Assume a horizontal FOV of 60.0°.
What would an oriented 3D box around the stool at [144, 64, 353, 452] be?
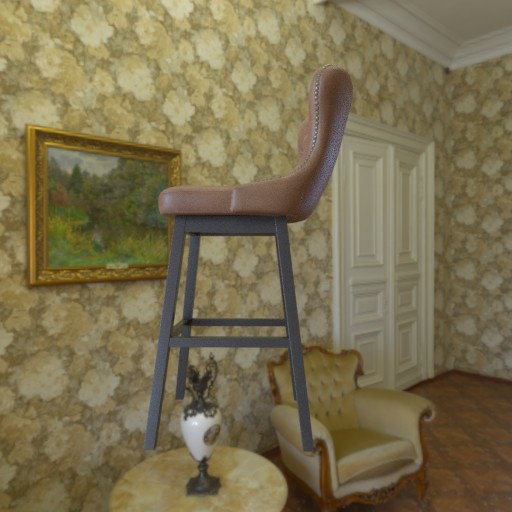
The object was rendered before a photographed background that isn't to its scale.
[{"bbox_3d":[0.000,0.000,1.413,0.601,1.050,0.528,0,0,2],"label":"stool"}]
